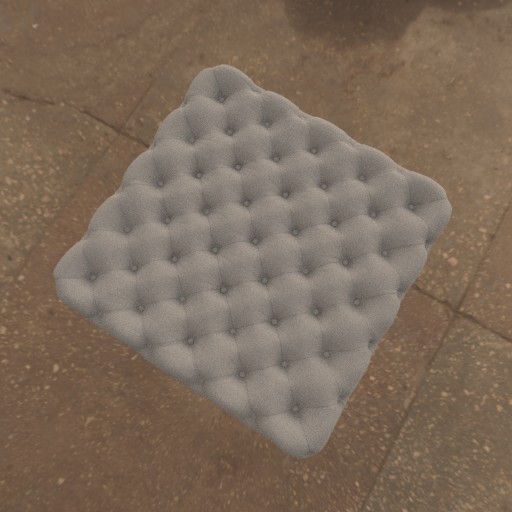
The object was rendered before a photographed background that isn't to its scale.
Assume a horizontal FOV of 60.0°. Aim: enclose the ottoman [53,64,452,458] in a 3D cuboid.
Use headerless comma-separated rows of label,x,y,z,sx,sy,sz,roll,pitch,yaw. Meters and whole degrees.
ottoman,0.000,0.000,1.458,0.917,0.439,0.911,31,79,7
